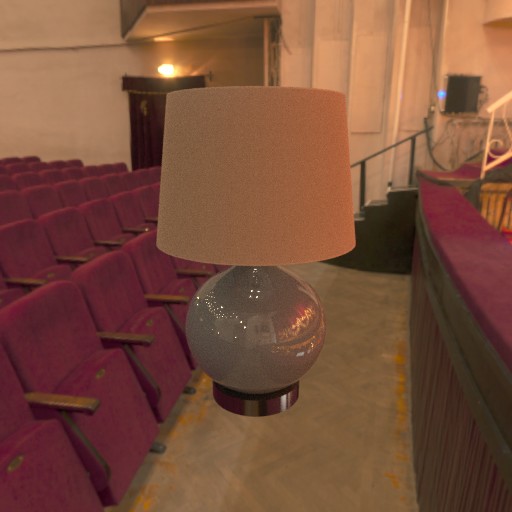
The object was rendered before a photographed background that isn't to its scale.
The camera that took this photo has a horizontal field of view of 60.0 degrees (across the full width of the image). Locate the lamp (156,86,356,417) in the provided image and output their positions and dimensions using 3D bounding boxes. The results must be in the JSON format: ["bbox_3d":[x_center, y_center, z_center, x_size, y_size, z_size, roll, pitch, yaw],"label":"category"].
[{"bbox_3d":[0.000,0.000,0.567,0.247,0.387,0.247,0,15,0],"label":"lamp"}]
